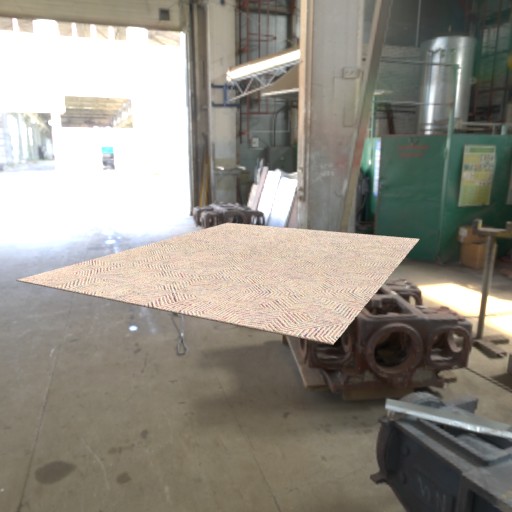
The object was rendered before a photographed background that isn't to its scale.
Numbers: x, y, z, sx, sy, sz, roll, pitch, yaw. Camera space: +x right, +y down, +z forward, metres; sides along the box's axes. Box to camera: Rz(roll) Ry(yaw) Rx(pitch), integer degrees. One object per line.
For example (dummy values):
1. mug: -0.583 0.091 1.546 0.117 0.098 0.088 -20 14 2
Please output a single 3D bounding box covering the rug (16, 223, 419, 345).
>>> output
1. rug: 0.000 0.000 4.064 2.442 0.008 3.046 7 15 27
